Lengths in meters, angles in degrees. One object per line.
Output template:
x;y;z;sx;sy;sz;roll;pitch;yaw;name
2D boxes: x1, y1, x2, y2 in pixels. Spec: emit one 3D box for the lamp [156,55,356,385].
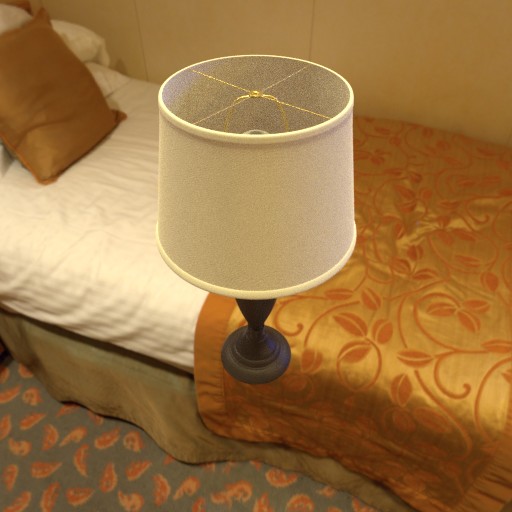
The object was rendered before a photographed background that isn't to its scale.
0.000;0.000;0.799;0.335;0.611;0.335;0;43;0;lamp
